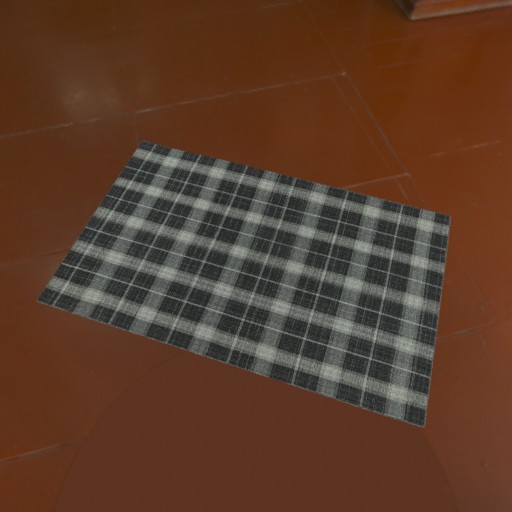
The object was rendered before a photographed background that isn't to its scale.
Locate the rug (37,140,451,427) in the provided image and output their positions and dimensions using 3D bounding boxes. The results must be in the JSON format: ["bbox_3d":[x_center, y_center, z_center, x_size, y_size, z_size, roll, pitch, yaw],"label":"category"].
[{"bbox_3d":[0.000,0.000,2.984,2.434,0.015,1.520,16,59,10],"label":"rug"}]
